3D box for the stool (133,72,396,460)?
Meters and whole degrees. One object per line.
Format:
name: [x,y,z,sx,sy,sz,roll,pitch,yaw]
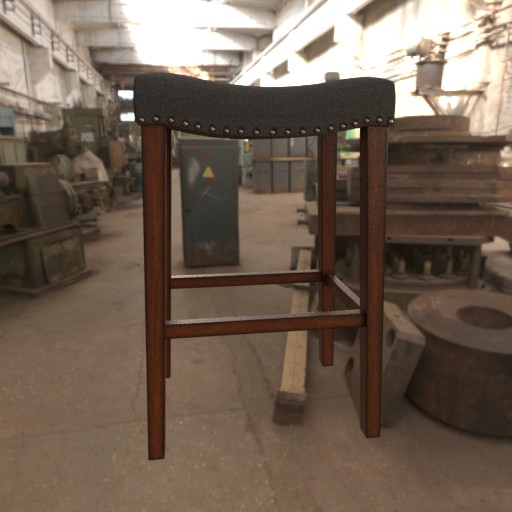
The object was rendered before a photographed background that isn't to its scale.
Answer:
stool: [0.000,0.000,1.028,0.502,0.760,0.366,-2,15,-8]
